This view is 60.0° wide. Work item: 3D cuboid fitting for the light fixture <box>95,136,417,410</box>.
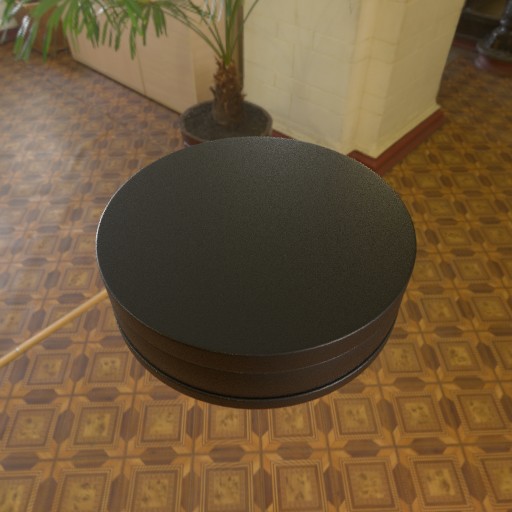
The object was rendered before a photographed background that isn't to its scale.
[{"bbox_3d":[0.000,0.000,0.432,0.283,0.097,0.283,0,46,0],"label":"light fixture"}]
